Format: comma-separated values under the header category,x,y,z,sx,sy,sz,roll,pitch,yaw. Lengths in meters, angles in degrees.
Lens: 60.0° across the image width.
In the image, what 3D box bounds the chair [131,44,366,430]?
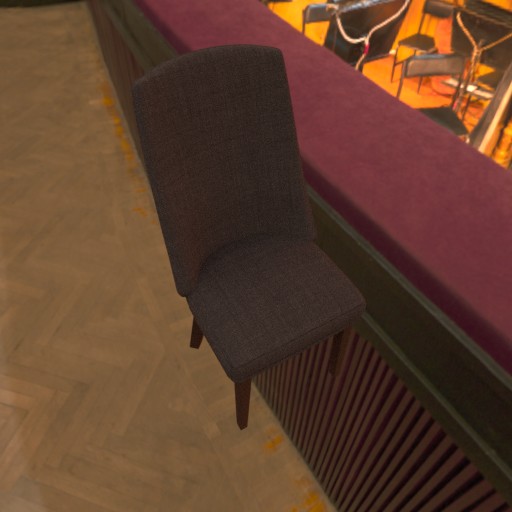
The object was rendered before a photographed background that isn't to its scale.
category,x,y,z,sx,sy,sz,roll,pitch,yaw
chair,0.000,0.000,1.365,0.510,1.050,0.577,-23,51,-20
